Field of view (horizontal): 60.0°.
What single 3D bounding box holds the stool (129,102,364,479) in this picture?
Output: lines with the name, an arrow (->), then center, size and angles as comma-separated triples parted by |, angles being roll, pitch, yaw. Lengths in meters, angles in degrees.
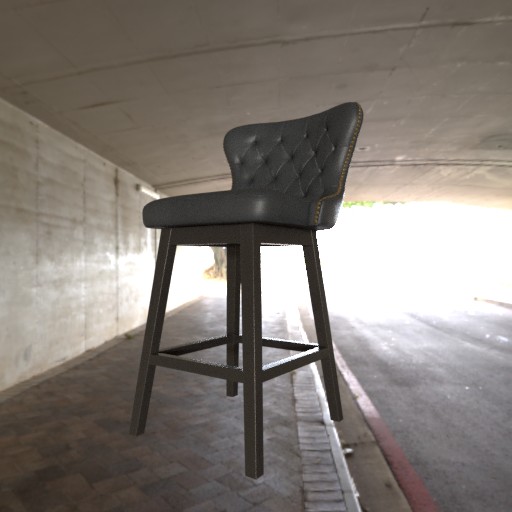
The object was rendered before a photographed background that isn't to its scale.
stool -> 0.000, 0.000, 1.324 | 0.528, 0.971, 0.593 | 0, 0, 36
